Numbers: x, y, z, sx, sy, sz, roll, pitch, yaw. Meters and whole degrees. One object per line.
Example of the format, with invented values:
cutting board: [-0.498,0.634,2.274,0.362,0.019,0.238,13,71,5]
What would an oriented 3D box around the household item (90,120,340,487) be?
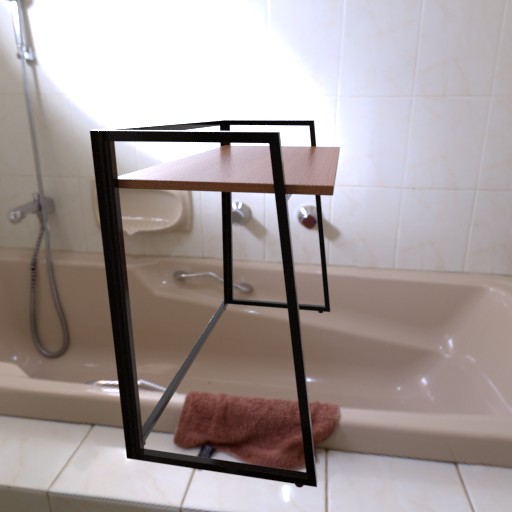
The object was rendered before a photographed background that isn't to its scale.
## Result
household item: [0.000,0.000,1.503,0.510,0.860,1.050,3,19,10]
